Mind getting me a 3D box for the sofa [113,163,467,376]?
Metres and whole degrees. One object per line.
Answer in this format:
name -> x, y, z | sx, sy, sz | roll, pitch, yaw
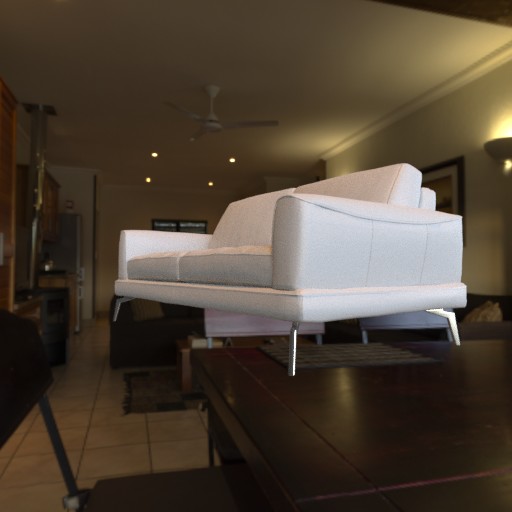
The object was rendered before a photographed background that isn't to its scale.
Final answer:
sofa -> 0.000, 0.000, 2.734 | 1.121, 0.930, 2.177 | 1, -2, -35
